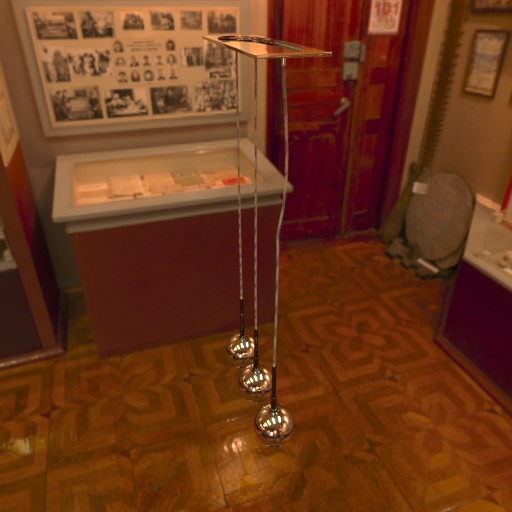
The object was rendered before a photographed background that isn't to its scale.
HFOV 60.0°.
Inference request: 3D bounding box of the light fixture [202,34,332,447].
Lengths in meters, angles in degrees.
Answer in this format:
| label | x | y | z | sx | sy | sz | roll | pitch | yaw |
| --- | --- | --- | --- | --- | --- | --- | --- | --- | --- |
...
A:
| label | x | y | z | sx | sy | sz | roll | pitch | yaw |
| --- | --- | --- | --- | --- | --- | --- | --- | --- | --- |
| light fixture | 0.000 | 0.000 | 1.619 | 0.188 | 1.408 | 0.623 | -9 | 31 | -15 |
